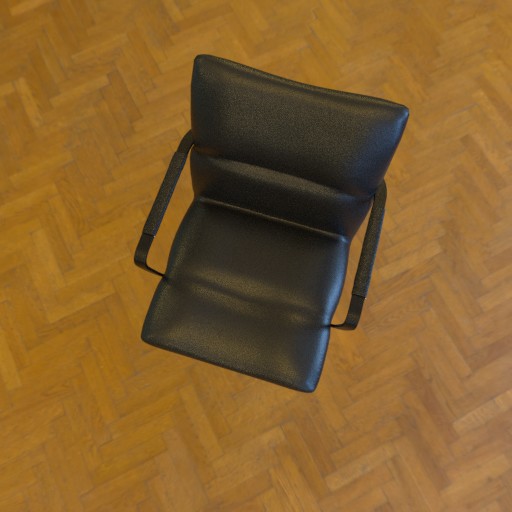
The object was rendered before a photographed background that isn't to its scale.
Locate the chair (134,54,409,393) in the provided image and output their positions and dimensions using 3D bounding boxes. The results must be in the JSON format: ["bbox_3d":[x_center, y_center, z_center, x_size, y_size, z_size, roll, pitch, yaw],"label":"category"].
[{"bbox_3d":[0.000,0.000,1.464,0.719,0.922,0.748,16,75,4],"label":"chair"}]
